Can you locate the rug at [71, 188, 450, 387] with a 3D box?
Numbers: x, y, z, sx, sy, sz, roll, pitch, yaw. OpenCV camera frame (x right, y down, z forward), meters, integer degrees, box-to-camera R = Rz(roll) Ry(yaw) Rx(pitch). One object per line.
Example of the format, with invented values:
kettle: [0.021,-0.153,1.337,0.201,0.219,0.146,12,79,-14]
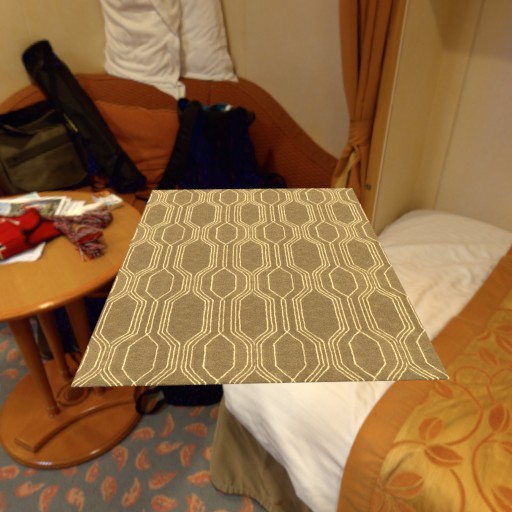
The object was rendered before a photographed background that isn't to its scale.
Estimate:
rug: [0.000,0.000,4.160,2.457,0.012,3.062,-1,32,-1]
